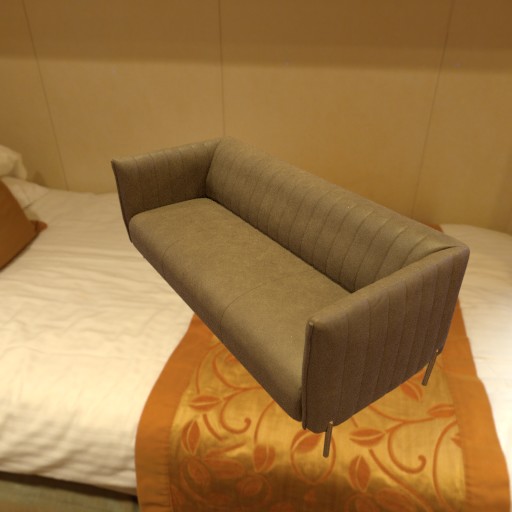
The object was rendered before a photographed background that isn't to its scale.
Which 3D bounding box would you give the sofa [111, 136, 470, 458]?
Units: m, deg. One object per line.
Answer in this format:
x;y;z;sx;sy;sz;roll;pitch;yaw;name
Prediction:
0.000;0.000;2.472;0.876;0.779;1.980;-20;37;-29;sofa
